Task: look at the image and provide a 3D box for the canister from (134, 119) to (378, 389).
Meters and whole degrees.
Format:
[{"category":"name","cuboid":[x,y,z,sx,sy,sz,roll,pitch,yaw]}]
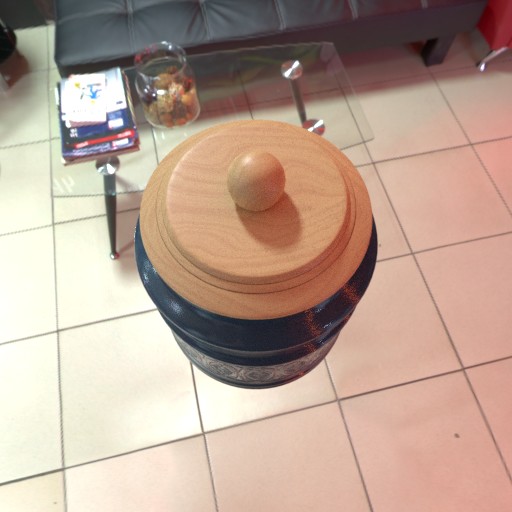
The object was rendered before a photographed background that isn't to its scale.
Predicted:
[{"category":"canister","cuboid":[0.000,0.000,0.263,0.130,0.176,0.130,0,64,0]}]
